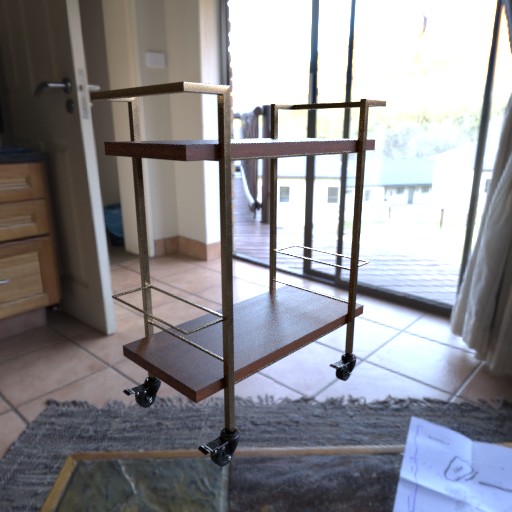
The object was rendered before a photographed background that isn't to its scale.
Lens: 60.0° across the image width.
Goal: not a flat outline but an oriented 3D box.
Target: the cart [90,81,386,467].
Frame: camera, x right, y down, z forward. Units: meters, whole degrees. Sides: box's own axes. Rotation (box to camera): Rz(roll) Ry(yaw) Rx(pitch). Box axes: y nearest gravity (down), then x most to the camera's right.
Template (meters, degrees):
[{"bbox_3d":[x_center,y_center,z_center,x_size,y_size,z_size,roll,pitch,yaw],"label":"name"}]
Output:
[{"bbox_3d":[0.000,0.000,1.191,0.364,0.807,0.695,15,22,42],"label":"cart"}]
